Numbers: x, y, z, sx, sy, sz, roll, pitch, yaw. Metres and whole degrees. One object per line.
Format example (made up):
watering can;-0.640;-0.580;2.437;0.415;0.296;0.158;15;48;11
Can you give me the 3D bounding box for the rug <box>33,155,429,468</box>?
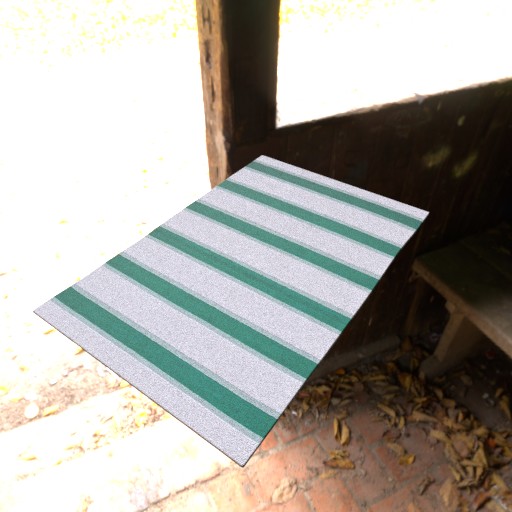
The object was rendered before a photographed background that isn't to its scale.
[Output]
rug;0.000;0.000;2.322;1.210;0.012;1.829;25;47;26
